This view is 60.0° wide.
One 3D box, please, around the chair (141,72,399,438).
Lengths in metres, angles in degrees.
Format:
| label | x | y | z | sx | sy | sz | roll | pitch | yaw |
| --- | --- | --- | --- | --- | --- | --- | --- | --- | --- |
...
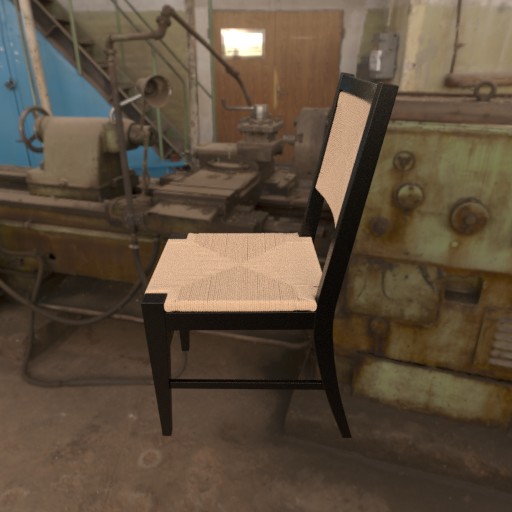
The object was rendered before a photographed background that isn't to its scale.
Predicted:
| label | x | y | z | sx | sy | sz | roll | pitch | yaw |
| --- | --- | --- | --- | --- | --- | --- | --- | --- | --- |
| chair | 0.000 | 0.000 | 1.232 | 0.552 | 0.927 | 0.437 | 0 | 25 | 0 |
